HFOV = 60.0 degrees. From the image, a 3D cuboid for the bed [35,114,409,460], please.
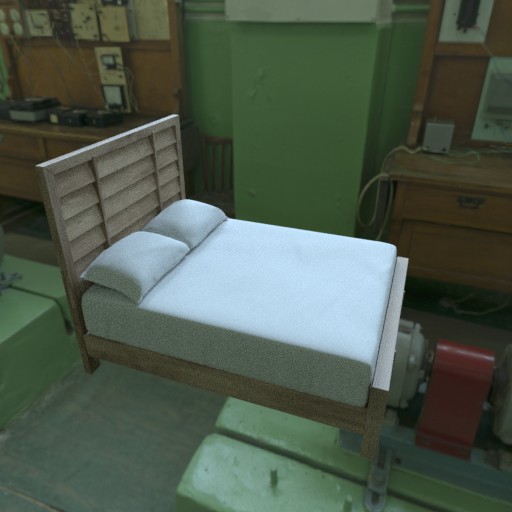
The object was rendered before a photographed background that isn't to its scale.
[{"bbox_3d":[0.000,0.000,3.340,2.197,1.626,1.626,10,30,18],"label":"bed"}]
